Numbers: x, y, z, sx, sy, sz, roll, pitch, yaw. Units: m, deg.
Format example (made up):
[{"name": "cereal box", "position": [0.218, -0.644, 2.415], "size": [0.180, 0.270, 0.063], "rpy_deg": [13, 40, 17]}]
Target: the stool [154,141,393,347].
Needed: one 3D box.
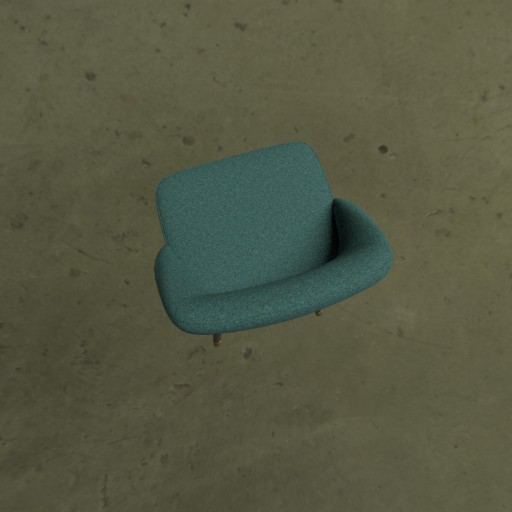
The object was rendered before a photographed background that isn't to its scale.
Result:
[{"name": "stool", "position": [0.000, 0.000, 1.357], "size": [0.536, 1.032, 0.522], "rpy_deg": [-16, 75, -4]}]
